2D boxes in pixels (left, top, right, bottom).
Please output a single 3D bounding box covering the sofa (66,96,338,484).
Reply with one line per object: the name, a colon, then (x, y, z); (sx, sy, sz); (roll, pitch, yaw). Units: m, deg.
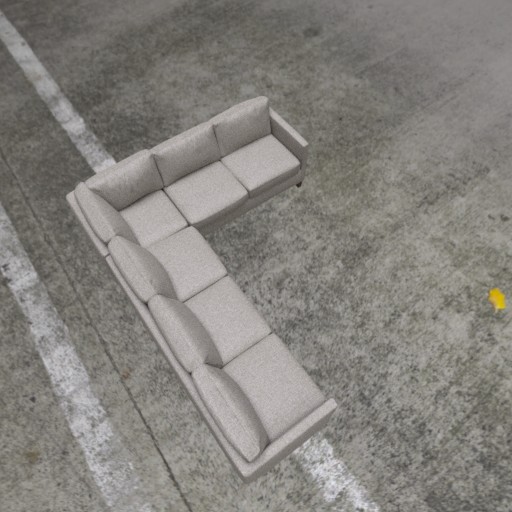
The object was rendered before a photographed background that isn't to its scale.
sofa: (0.000, 0.000, 4.498); (2.593, 0.947, 3.302); (-31, 63, -18)
